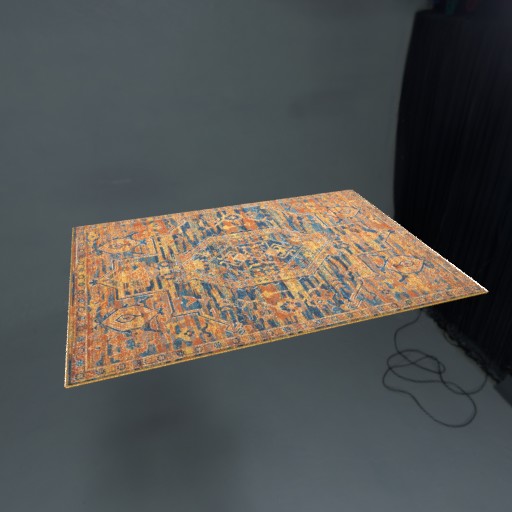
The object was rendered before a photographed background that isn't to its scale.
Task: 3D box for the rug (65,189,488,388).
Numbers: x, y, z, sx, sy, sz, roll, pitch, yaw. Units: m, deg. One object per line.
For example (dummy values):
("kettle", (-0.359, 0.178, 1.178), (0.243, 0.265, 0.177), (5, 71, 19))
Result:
("rug", (0.000, 0.000, 3.685), (2.916, 0.019, 2.043), (-10, 32, -16))
